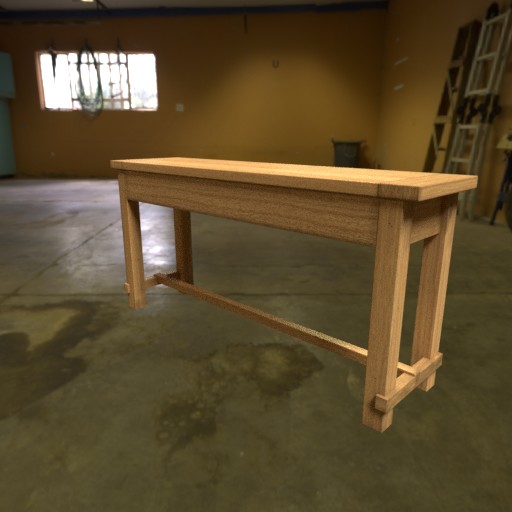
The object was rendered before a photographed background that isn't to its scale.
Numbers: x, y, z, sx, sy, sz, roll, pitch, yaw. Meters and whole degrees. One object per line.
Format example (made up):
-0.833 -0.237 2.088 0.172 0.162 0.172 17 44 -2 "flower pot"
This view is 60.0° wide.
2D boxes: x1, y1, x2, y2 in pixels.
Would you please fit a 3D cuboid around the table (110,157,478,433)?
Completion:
0.000 0.000 1.913 1.599 0.762 0.442 15 21 42 "table"
